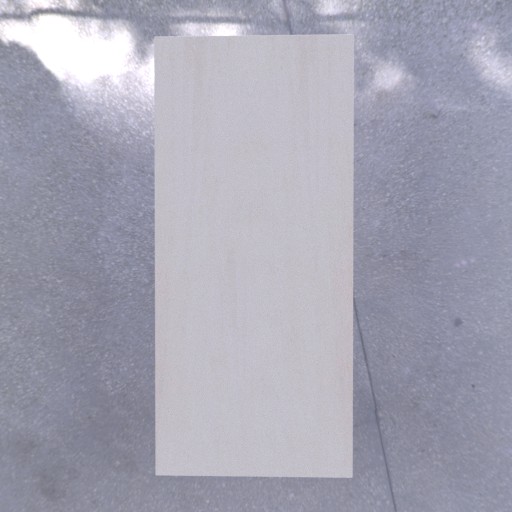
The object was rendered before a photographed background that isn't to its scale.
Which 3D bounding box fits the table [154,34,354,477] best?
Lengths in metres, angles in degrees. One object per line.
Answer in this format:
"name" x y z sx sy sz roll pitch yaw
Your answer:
"table" 0.000 0.000 1.261 0.457 0.483 1.016 0 91 1
